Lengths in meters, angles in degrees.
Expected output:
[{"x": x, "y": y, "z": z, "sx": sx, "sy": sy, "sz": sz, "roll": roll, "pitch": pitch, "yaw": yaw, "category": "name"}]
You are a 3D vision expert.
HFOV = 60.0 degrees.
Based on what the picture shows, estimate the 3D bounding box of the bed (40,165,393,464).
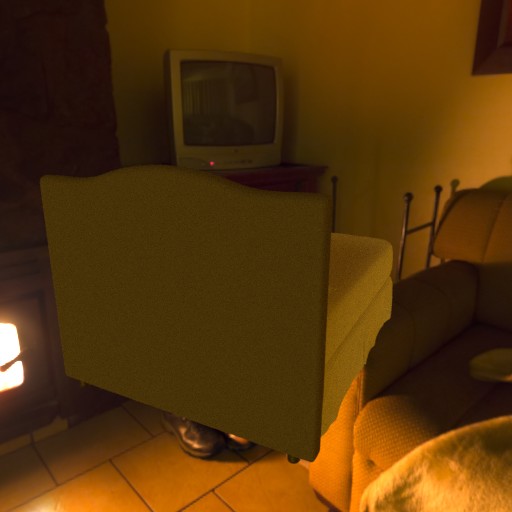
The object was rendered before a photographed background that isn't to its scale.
[{"x": 0.000, "y": 0.000, "z": 3.098, "sx": 1.666, "sy": 1.387, "sz": 2.036, "roll": 8, "pitch": 18, "yaw": 26, "category": "bed"}]
